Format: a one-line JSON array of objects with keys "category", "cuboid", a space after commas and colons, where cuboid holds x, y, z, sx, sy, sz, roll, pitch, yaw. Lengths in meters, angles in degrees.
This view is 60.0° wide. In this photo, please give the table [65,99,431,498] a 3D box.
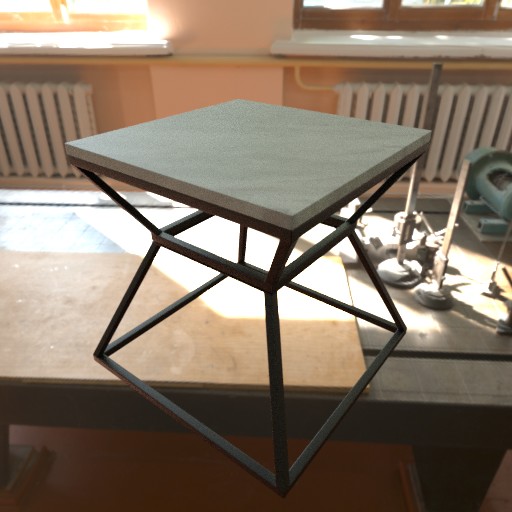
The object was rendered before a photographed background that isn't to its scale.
[{"category": "table", "cuboid": [0.000, 0.000, 0.797, 0.455, 0.431, 0.455, 22, 37, 32]}]
